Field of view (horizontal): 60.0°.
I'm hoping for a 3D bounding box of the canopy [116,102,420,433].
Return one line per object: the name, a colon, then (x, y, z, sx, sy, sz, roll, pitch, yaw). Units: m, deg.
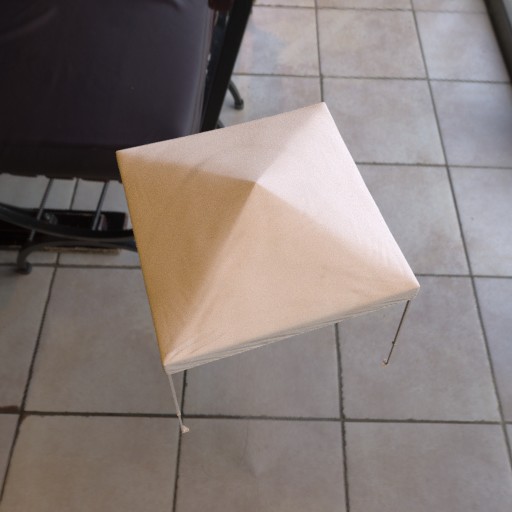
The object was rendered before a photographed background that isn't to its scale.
canopy: (0.000, 0.000, 5.110, 2.849, 2.849, 2.848, -16, 65, -8)
